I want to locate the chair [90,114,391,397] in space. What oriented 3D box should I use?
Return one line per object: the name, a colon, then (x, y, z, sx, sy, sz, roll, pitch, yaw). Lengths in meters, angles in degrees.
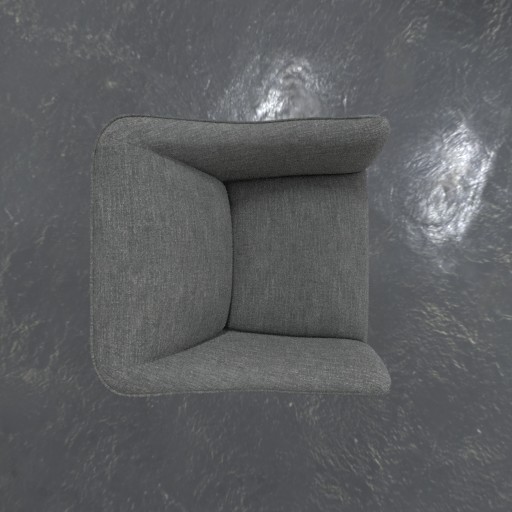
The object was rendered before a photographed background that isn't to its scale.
chair: (0.000, 0.000, 1.531, 0.851, 0.829, 0.870, 0, 90, 0)
